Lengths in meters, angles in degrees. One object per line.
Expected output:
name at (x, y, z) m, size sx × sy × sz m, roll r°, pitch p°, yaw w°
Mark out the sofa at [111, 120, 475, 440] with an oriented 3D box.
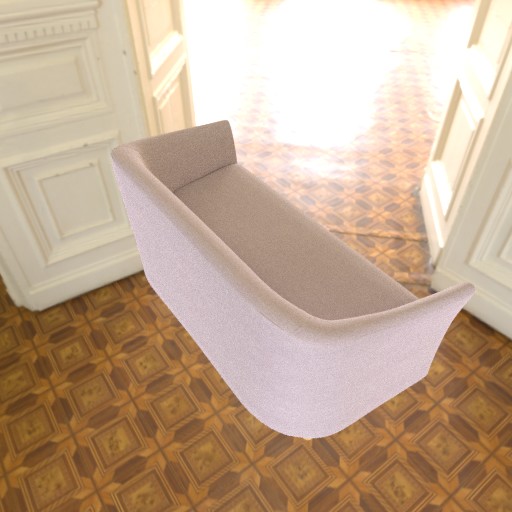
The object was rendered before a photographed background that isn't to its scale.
sofa at (0.000, 0.000, 1.838) m, size 0.705 × 0.721 × 1.452 m, roll -27°, pitch 50°, yaw -26°
